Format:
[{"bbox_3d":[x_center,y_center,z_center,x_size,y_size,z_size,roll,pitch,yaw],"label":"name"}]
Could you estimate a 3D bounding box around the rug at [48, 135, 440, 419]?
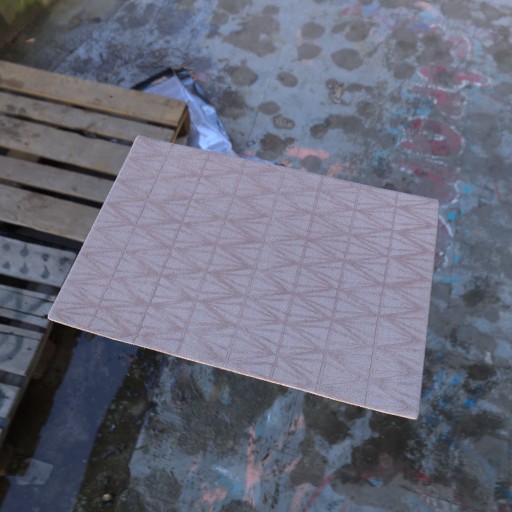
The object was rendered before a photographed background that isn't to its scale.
[{"bbox_3d":[0.000,0.000,2.356,1.837,0.025,1.230,14,64,7],"label":"rug"}]
